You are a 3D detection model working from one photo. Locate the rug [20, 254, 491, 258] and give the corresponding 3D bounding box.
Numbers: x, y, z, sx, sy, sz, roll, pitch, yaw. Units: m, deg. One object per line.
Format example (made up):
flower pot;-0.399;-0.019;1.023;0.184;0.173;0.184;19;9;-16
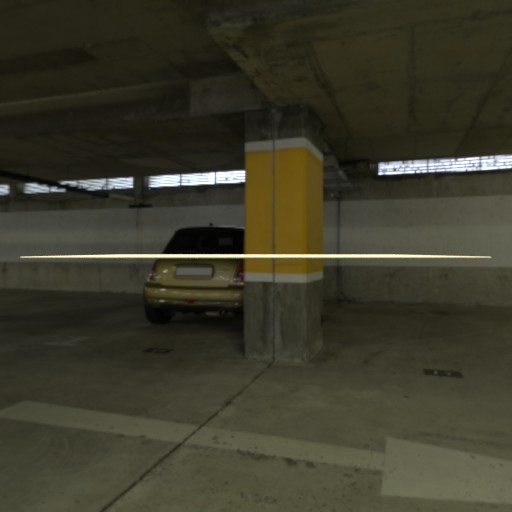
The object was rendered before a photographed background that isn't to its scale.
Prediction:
rug;0.000;0.000;2.326;1.828;0.007;1.220;0;1;0
